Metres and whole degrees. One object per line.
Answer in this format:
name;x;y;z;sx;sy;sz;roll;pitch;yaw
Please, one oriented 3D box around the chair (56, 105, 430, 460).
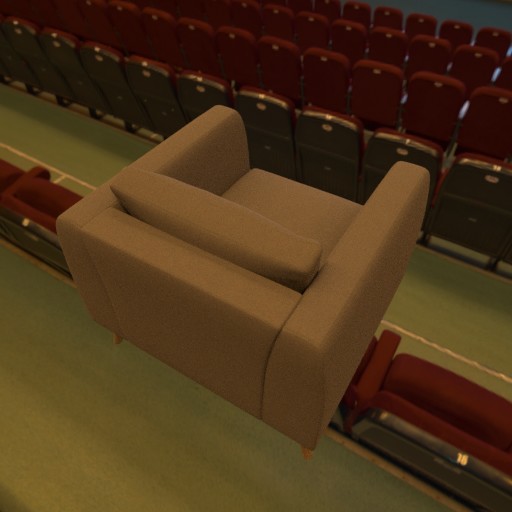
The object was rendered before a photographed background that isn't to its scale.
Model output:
chair;0.000;0.000;1.697;1.000;0.860;0.930;24;50;21
